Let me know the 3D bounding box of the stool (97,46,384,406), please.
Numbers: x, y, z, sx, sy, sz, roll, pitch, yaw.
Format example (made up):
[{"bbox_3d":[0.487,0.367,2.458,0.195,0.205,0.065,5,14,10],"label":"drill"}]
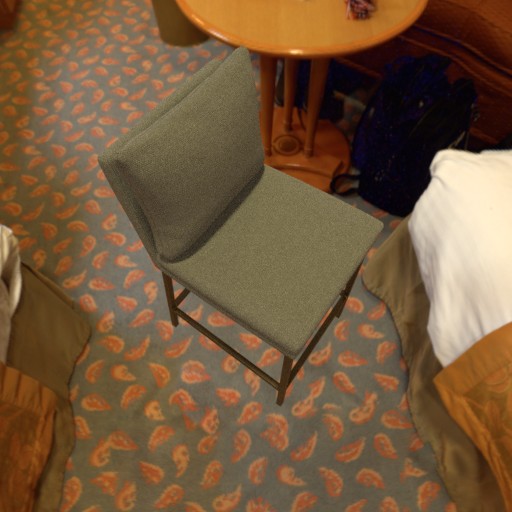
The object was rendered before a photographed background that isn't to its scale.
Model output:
[{"bbox_3d":[0.000,0.000,1.351,0.569,1.031,0.463,31,64,17],"label":"stool"}]
